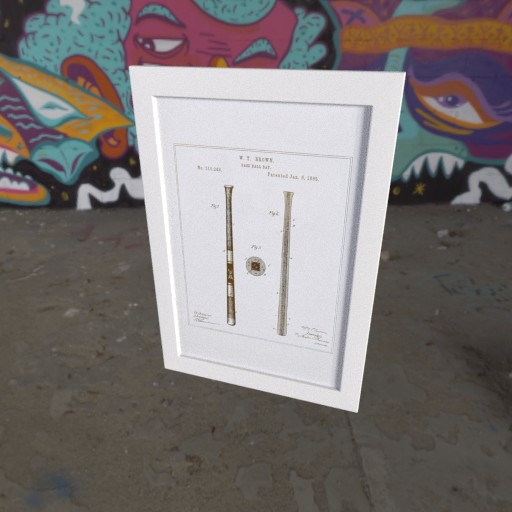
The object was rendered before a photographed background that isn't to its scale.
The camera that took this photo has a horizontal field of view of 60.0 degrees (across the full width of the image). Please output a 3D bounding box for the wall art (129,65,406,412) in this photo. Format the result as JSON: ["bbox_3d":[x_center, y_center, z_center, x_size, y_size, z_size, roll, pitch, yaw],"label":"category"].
[{"bbox_3d":[0.000,0.000,0.617,0.329,0.482,0.011,8,28,16],"label":"wall art"}]
